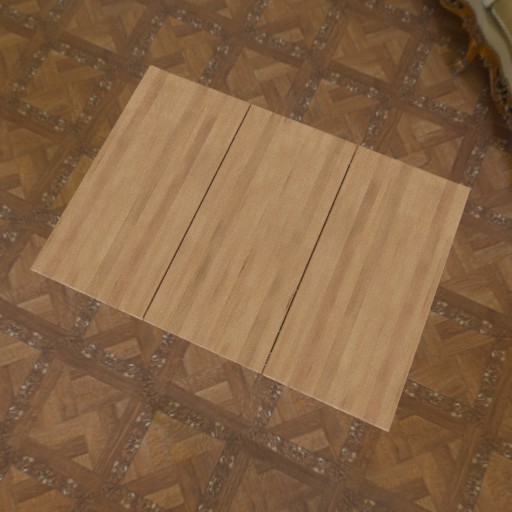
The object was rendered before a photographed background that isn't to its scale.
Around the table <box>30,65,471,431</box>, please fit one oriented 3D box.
[{"bbox_3d":[0.000,0.000,1.930,1.300,0.770,0.900,23,76,6],"label":"table"}]
